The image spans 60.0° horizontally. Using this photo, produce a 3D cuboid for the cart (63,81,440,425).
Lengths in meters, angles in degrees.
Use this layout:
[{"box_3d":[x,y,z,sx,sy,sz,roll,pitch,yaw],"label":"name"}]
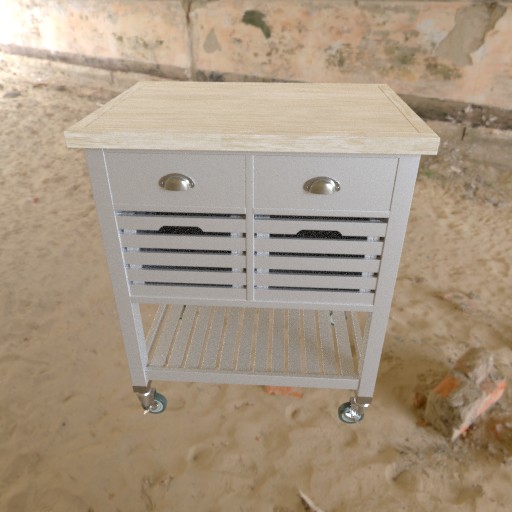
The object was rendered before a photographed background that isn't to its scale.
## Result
[{"box_3d":[0.000,0.000,1.369,0.762,0.914,0.559,2,32,3],"label":"cart"}]
